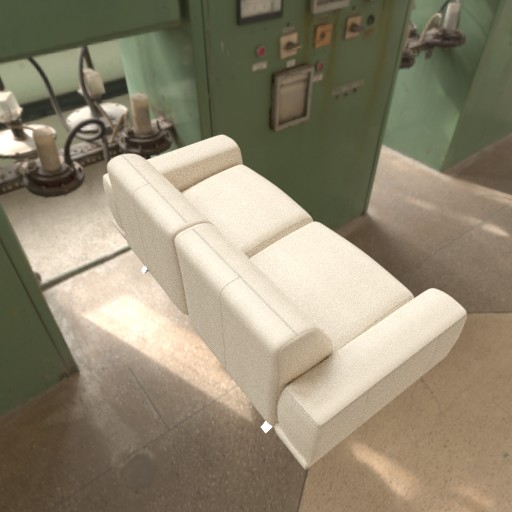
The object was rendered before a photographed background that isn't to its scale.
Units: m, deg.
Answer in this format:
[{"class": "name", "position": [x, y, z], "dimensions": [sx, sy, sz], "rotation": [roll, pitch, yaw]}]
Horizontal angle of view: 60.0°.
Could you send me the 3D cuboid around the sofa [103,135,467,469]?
[{"class": "sofa", "position": [0.000, 0.000, 2.325], "dimensions": [0.900, 0.772, 1.901], "rotation": [-27, 50, -25]}]
